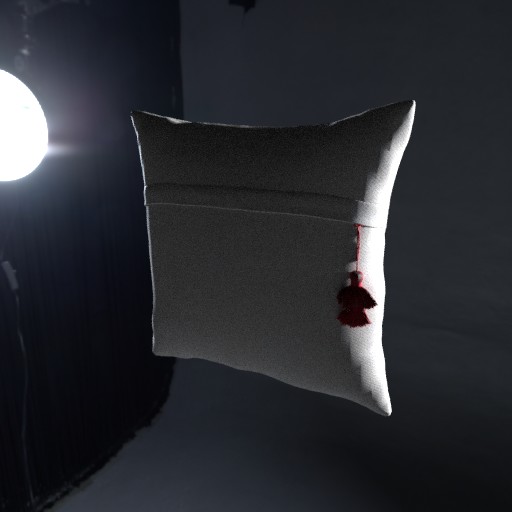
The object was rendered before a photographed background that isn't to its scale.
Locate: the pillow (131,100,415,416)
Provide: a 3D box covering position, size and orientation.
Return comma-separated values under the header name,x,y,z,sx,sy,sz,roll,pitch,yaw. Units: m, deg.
name,x,y,z,sx,sy,sz,roll,pitch,yaw
pillow,0.000,0.000,0.681,0.433,0.436,0.173,7,16,25
